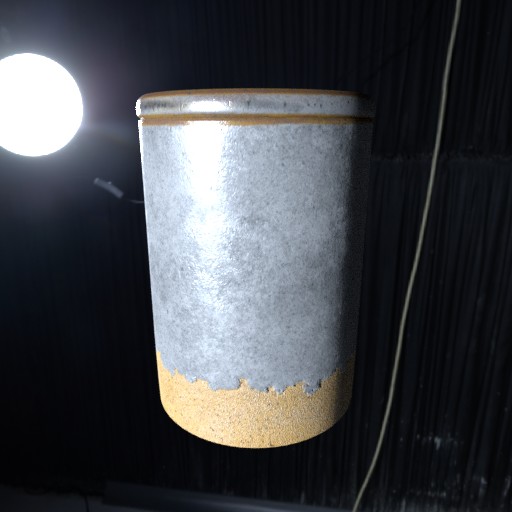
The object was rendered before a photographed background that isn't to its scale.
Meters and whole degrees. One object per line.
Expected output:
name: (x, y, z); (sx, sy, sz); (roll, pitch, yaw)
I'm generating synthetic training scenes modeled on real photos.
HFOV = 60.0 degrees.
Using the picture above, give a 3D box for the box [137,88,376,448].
box: (0.000, 0.000, 0.248); (0.118, 0.168, 0.118); (0, 16, 0)
